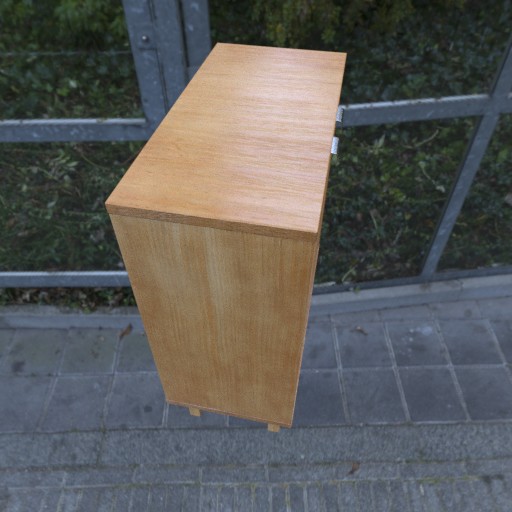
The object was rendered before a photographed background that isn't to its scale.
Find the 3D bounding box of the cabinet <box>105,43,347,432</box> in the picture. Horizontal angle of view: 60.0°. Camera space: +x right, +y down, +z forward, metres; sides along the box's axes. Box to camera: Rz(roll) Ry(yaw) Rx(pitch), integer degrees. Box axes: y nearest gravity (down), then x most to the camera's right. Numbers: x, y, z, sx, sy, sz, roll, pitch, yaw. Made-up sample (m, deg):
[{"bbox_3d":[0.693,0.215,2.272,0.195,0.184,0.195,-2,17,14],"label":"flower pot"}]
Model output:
[{"bbox_3d":[0.000,0.000,1.427,0.419,1.001,0.800,8,46,8],"label":"cabinet"}]
